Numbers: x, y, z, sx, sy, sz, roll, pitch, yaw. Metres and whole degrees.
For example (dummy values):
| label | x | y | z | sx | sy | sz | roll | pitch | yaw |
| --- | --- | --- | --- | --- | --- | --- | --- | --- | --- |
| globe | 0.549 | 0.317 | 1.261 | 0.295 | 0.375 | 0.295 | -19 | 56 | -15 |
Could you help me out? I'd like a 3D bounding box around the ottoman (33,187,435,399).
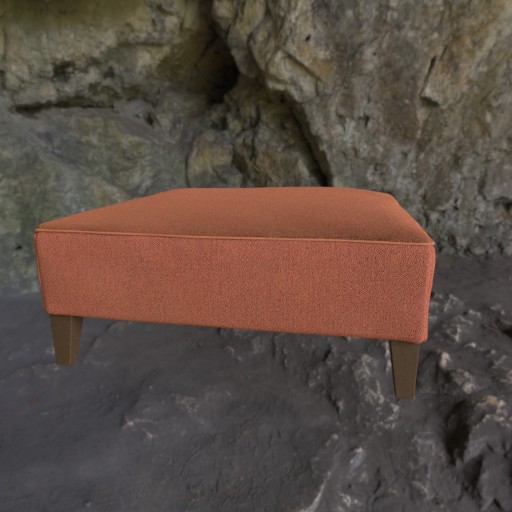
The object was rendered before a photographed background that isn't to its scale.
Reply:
| label | x | y | z | sx | sy | sz | roll | pitch | yaw |
| --- | --- | --- | --- | --- | --- | --- | --- | --- | --- |
| ottoman | 0.000 | 0.000 | 1.539 | 0.997 | 0.438 | 0.999 | 3 | 14 | 10 |
